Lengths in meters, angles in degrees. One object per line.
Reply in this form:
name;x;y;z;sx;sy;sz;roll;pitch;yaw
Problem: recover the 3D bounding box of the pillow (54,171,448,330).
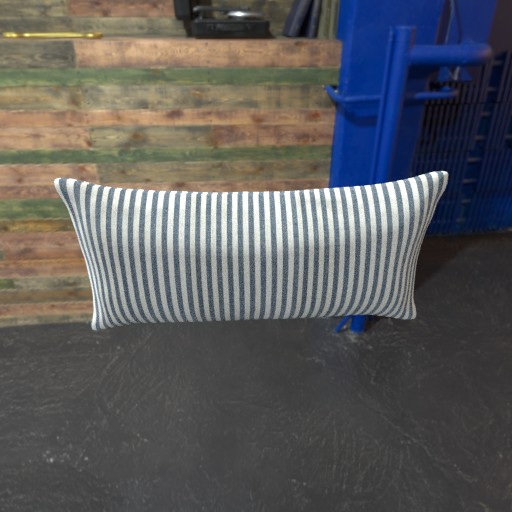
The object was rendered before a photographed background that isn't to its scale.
pillow;0.000;0.000;0.765;0.617;0.295;0.151;-2;30;-3
